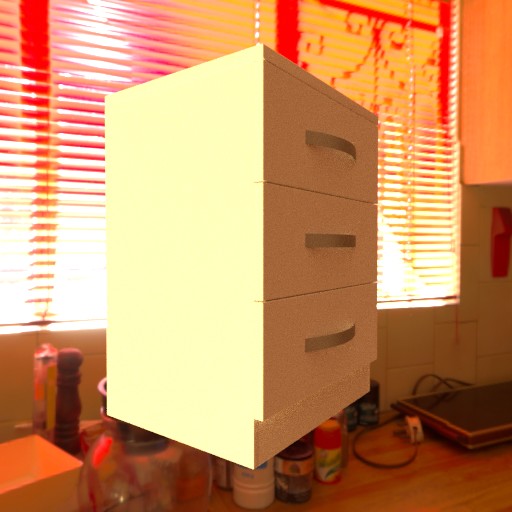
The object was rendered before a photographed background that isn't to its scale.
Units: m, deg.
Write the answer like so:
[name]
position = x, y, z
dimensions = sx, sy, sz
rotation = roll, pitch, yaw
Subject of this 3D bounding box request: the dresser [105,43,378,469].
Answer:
[dresser]
position = 0.000, 0.000, 0.832
dimensions = 0.360, 0.560, 0.400
rotation = 1, 2, 36
